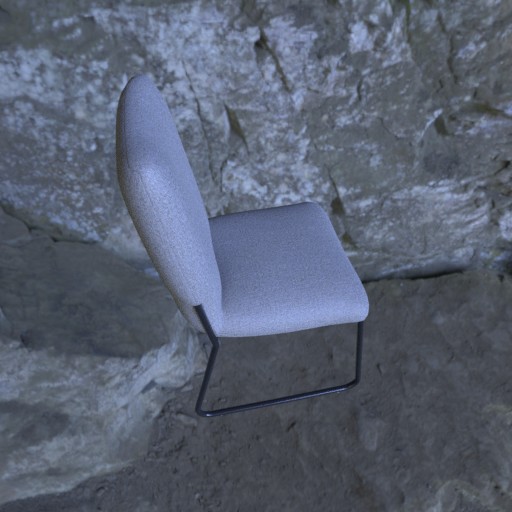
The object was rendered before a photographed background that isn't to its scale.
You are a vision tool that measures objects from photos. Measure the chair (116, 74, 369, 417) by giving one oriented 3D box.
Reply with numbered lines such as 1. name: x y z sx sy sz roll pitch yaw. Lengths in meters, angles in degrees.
1. chair: 0.000 0.000 1.176 0.560 0.864 0.448 -9 46 -8
